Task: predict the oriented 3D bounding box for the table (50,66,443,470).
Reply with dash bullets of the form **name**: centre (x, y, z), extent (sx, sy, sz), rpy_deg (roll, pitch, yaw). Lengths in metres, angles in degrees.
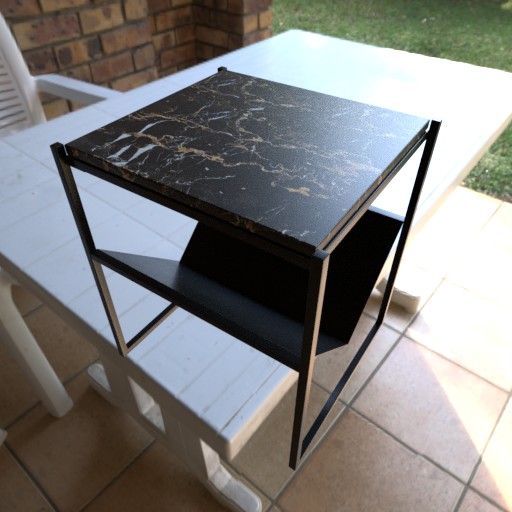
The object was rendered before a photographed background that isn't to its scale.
- **table**: centre (0.000, 0.000, 0.886), extent (0.469, 0.534, 0.432), rpy_deg (24, 47, 25)
